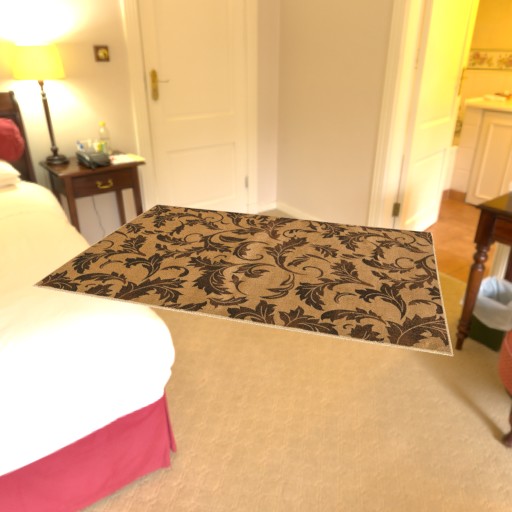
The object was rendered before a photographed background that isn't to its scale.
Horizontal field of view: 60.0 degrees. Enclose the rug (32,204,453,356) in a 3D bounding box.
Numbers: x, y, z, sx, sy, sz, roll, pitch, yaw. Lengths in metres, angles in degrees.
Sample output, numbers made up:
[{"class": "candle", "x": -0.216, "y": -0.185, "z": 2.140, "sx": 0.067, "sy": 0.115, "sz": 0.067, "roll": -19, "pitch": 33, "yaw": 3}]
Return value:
[{"class": "rug", "x": 0.000, "y": 0.000, "z": 2.928, "sx": 2.284, "sy": 0.008, "sz": 1.522, "roll": 7, "pitch": 26, "yaw": 15}]
